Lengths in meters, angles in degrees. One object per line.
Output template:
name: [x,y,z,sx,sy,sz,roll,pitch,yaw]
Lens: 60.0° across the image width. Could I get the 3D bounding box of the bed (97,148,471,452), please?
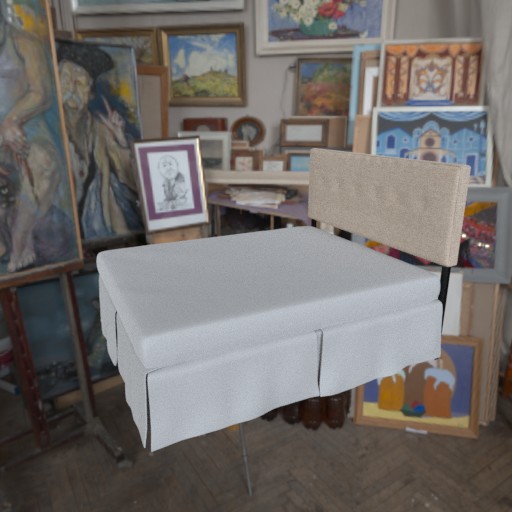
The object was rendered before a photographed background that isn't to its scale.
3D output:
bed: [0.000,0.000,2.994,1.978,1.270,1.643,-8,19,-25]
